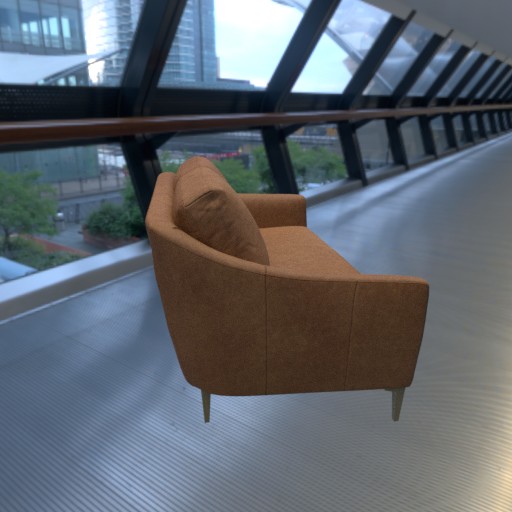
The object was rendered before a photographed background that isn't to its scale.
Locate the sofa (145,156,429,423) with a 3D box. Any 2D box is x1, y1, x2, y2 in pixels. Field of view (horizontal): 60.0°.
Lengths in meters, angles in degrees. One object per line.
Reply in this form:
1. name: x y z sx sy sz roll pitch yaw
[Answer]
1. sofa: 0.000 0.000 2.212 0.960 0.902 1.619 -3 18 -9
